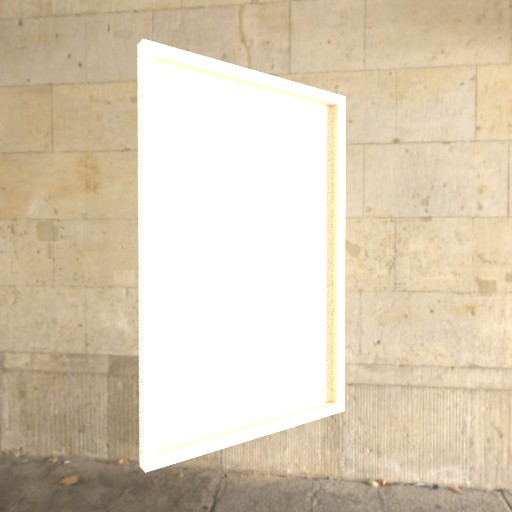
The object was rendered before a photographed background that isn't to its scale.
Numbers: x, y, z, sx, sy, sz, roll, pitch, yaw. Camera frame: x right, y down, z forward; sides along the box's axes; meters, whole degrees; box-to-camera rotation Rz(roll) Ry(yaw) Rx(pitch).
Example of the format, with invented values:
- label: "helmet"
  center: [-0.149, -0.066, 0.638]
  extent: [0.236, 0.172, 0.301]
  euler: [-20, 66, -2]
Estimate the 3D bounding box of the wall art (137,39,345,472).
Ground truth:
- label: "wall art"
  center: [0.000, 0.000, 1.125]
  extent: [0.607, 0.912, 0.038]
  euler: [-1, 1, -36]
